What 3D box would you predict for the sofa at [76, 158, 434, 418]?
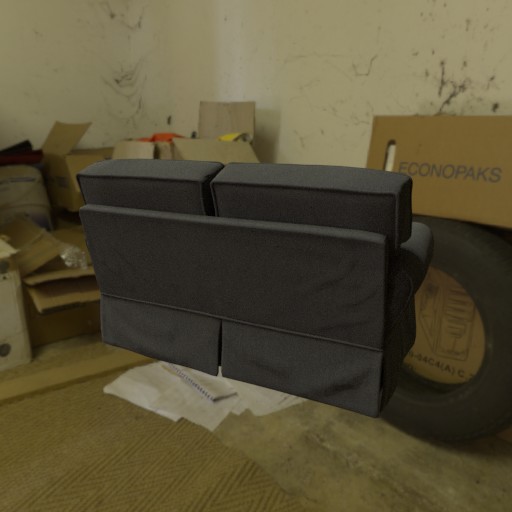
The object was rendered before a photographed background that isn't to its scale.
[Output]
[{"bbox_3d":[0.000,0.000,2.447,1.801,1.059,0.997,8,18,25],"label":"sofa"}]
